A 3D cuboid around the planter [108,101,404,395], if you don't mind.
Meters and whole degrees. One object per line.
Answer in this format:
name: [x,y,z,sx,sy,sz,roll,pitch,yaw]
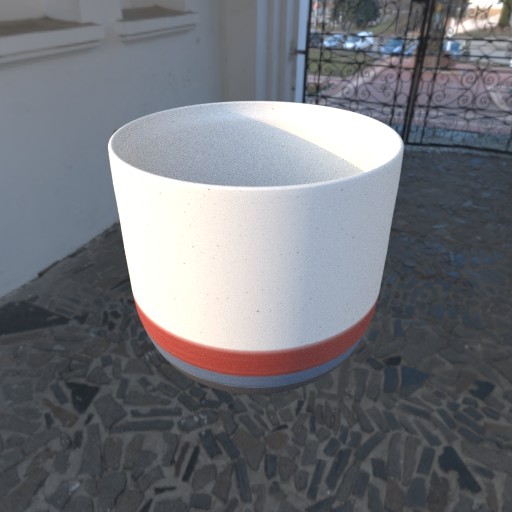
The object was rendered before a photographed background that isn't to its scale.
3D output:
planter: [0.000,0.000,0.484,0.268,0.270,0.268,0,31,0]
